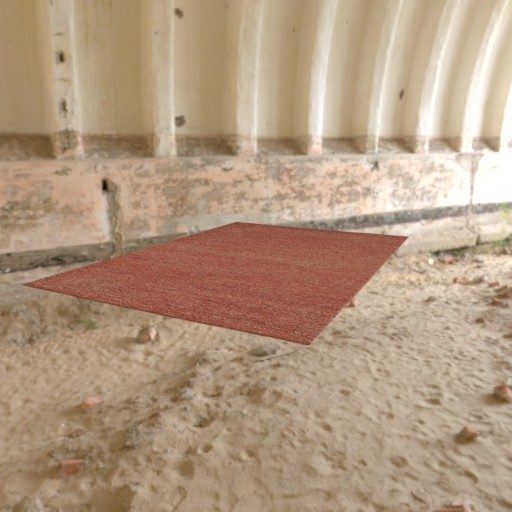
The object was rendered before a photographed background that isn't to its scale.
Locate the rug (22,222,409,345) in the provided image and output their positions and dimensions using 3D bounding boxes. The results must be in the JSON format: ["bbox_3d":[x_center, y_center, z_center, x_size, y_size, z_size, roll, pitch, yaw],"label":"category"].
[{"bbox_3d":[0.000,0.000,5.154,2.803,0.025,3.965,7,15,26],"label":"rug"}]
